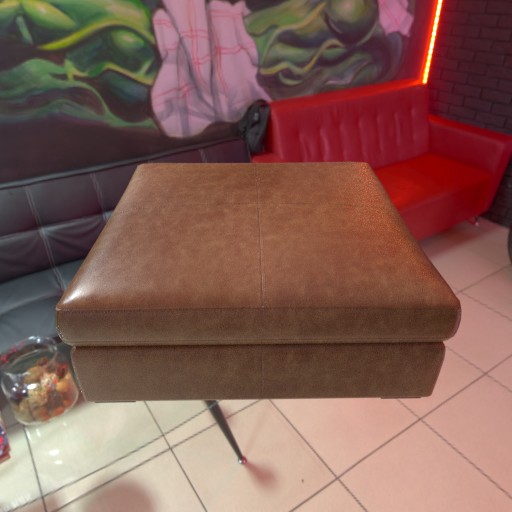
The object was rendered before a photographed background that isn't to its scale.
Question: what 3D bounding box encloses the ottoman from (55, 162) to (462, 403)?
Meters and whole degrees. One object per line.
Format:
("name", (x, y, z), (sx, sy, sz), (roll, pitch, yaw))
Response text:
("ottoman", (0.000, 0.000, 1.822), (1.169, 0.483, 1.168), (-1, 32, -1))
